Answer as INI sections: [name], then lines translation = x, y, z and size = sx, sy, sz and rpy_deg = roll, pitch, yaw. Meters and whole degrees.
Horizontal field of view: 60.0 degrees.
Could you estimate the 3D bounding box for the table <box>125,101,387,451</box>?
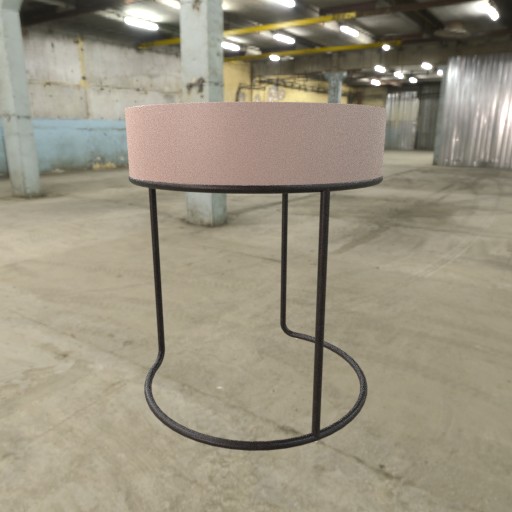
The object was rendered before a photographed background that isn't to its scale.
[table]
translation = 0.000, 0.000, 0.853
size = 0.450, 0.530, 0.450
rpy_deg = 0, 15, 0
